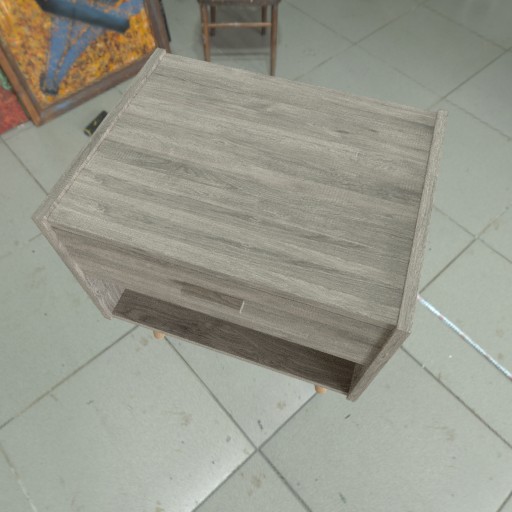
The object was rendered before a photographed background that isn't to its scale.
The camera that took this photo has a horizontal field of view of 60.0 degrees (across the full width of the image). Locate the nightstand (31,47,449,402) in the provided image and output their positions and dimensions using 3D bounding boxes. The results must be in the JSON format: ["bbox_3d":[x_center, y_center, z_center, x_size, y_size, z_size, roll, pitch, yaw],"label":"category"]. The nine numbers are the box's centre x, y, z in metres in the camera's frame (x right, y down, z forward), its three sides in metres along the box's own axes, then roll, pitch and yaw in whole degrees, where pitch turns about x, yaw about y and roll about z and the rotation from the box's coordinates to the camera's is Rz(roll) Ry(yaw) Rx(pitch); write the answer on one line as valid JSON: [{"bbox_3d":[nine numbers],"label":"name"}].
[{"bbox_3d":[0.000,0.000,0.824,0.480,0.500,0.380,16,60,10],"label":"nightstand"}]
